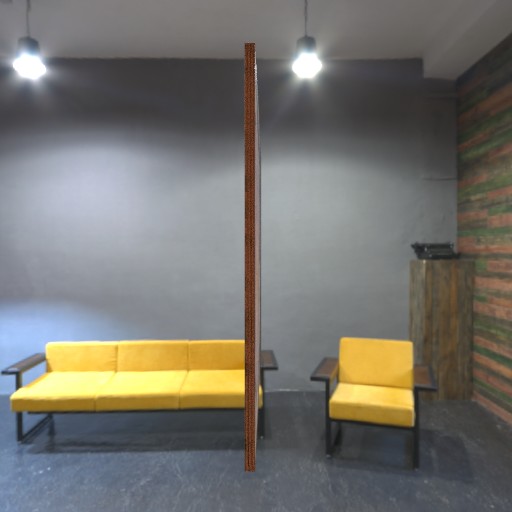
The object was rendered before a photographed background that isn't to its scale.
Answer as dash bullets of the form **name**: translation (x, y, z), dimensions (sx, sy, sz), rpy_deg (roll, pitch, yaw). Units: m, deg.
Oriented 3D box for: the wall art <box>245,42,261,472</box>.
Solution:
- **wall art**: translation (0.000, 0.000, 0.675), dimensions (0.010, 0.408, 0.508), rpy_deg (0, 0, 1)
